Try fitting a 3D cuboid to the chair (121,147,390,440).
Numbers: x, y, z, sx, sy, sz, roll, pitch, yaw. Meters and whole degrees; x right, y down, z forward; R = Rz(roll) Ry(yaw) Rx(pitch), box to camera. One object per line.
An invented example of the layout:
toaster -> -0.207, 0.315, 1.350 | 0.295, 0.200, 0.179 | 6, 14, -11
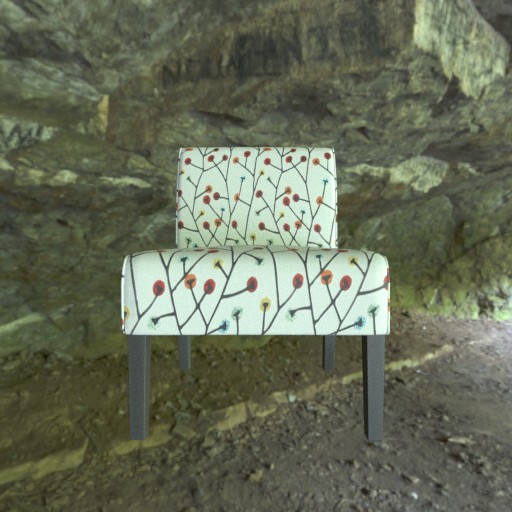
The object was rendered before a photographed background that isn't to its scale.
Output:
chair -> 0.000, 0.000, 1.312 | 0.597, 0.813, 0.732 | 0, 0, 0
